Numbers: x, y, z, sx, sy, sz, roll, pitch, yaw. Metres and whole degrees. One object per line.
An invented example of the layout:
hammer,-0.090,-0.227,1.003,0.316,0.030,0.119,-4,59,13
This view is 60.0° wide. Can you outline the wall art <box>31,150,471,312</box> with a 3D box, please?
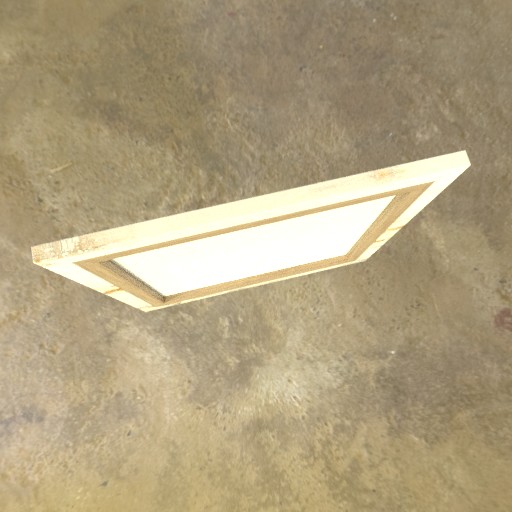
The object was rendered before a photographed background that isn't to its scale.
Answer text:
wall art,0.000,0.000,1.499,1.015,1.018,0.040,-13,77,-3
